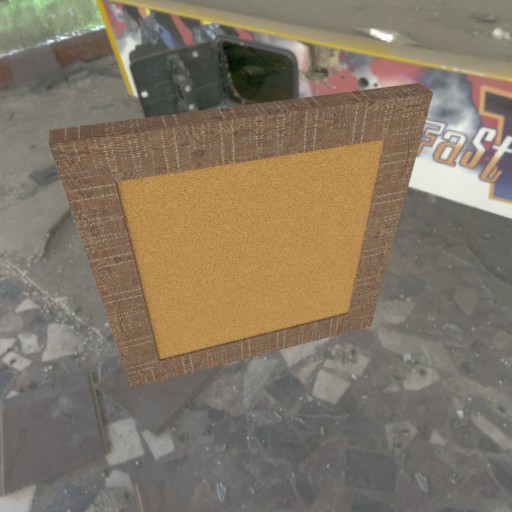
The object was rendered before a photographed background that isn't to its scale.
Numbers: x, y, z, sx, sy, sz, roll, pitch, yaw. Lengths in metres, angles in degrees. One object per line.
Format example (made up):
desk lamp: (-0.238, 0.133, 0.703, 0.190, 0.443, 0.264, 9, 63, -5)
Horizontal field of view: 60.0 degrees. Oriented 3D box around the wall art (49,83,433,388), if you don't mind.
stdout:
wall art: (0.000, 0.000, 0.778, 0.531, 0.531, 0.040, -12, 43, -13)
